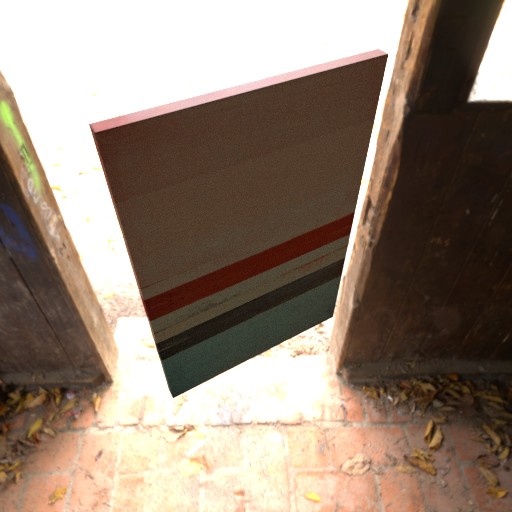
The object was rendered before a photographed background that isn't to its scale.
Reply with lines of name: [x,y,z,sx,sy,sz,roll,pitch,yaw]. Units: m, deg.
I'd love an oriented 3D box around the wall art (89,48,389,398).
wall art: [0.000,0.000,1.144,0.610,0.914,0.038,-23,50,-20]
